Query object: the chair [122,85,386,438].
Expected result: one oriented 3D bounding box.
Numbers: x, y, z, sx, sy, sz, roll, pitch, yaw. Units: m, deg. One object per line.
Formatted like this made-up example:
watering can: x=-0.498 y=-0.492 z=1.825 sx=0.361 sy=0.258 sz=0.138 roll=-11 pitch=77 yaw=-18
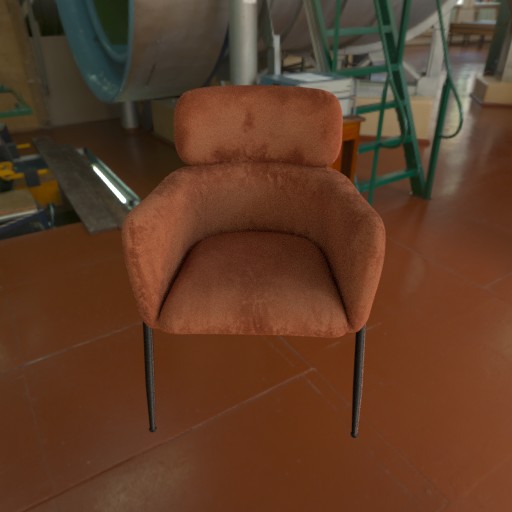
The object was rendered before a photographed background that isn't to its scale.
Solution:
chair: x=0.000 y=0.000 z=1.163 sx=0.561 sy=0.772 sz=0.523 roll=1 pitch=31 yaw=2
